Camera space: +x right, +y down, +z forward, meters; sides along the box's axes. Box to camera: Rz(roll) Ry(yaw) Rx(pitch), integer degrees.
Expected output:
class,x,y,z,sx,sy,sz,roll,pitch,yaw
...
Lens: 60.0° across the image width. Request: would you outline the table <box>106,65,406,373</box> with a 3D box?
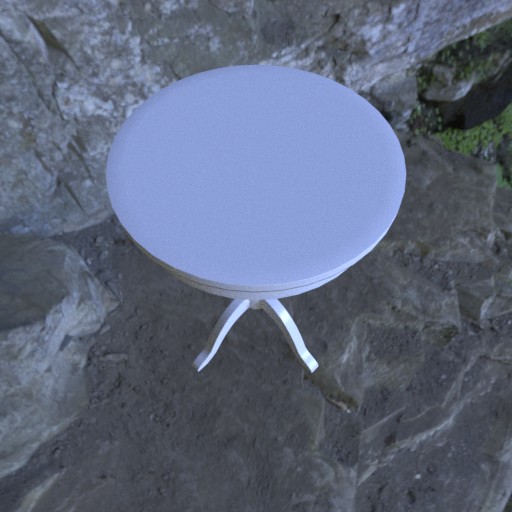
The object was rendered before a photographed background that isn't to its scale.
class,x,y,z,sx,sy,sz,roll,pitch,yaw
table,0.000,0.000,1.043,0.513,0.653,0.513,0,58,0
